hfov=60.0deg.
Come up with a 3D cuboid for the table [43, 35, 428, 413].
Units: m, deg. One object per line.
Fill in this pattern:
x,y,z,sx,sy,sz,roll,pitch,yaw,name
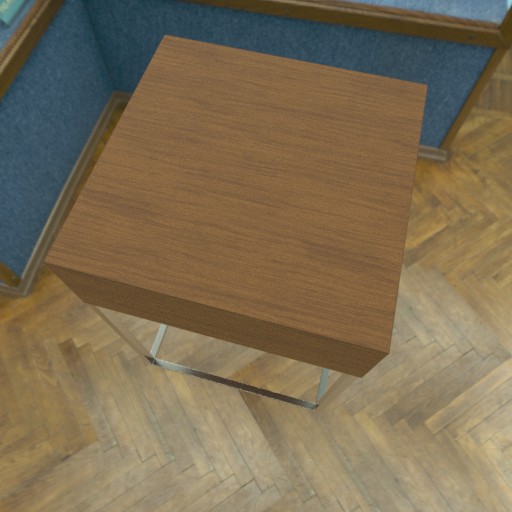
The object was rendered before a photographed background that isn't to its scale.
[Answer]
0.000,0.000,0.811,0.397,0.540,0.398,14,65,7,table
